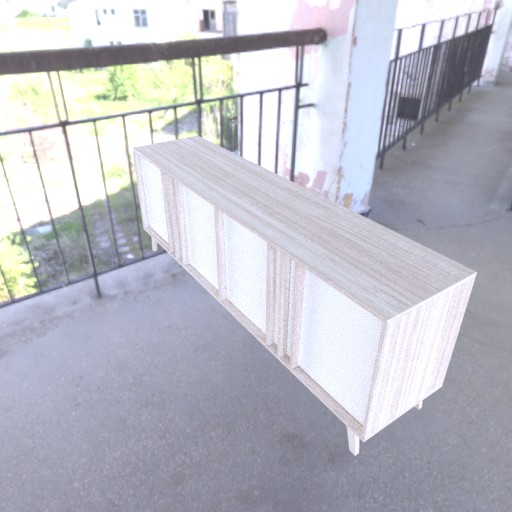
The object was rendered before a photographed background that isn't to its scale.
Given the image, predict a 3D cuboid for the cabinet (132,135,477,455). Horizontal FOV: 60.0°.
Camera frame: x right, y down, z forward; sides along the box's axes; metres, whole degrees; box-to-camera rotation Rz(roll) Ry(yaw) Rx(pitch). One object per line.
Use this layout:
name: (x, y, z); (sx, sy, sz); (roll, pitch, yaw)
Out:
cabinet: (0.000, 0.000, 2.522); (0.500, 0.780, 2.200); (-20, 36, -29)
